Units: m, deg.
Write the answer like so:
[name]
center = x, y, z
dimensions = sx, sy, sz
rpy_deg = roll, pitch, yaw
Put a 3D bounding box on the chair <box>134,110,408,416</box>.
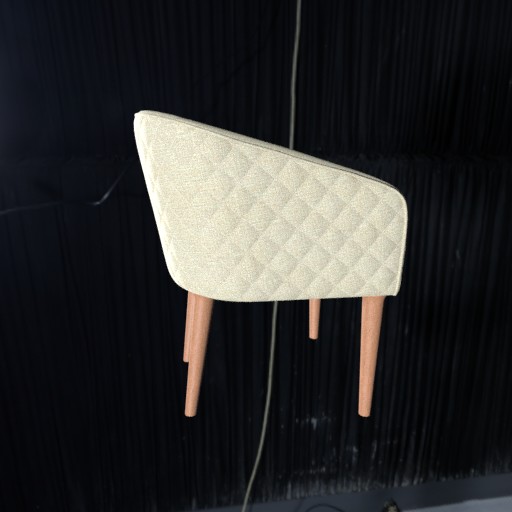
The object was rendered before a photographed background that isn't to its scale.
[chair]
center = 0.000, 0.000, 1.254
dimensions = 0.616, 0.775, 0.584
rpy_deg = -3, 16, -9
